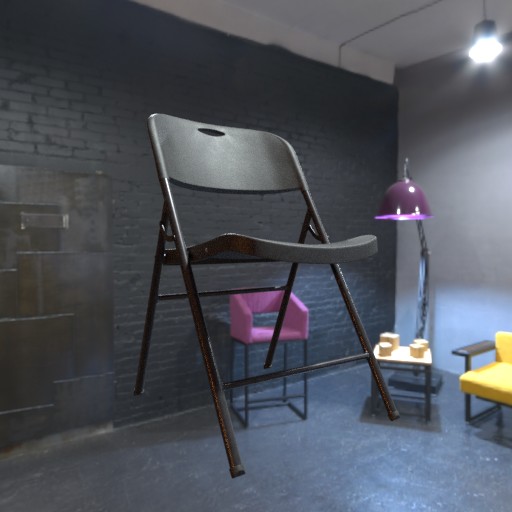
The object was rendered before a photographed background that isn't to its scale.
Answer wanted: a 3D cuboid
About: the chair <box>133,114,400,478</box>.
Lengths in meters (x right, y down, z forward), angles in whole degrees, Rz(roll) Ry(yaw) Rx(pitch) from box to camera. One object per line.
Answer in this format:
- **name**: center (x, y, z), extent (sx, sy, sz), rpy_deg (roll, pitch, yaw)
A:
- **chair**: center (0.000, 0.000, 1.182), extent (0.494, 0.810, 0.566), rpy_deg (-1, 3, -35)
